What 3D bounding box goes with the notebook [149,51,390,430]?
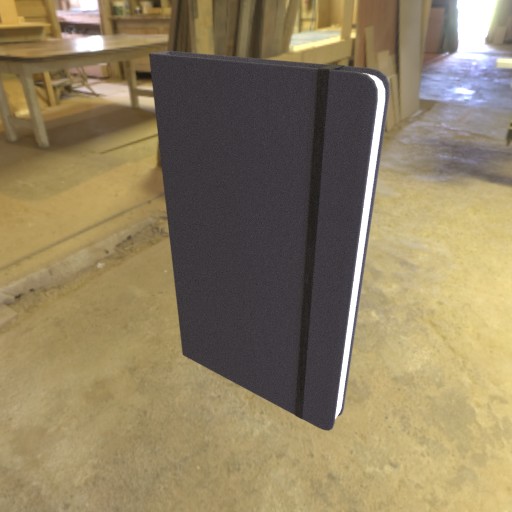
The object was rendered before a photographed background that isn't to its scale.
[{"bbox_3d":[0.000,0.000,0.261,0.127,0.213,0.016,19,36,29],"label":"notebook"}]
